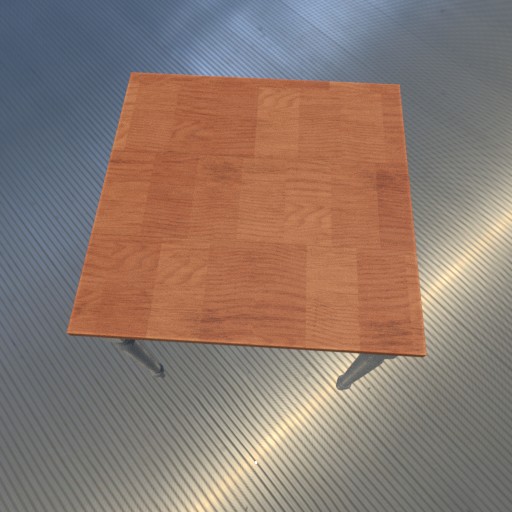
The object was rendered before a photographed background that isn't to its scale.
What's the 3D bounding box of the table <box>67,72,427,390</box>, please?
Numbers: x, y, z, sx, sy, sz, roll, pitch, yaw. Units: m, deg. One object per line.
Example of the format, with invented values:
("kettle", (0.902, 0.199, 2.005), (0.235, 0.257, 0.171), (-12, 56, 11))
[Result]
("table", (0.000, 0.000, 1.407), (0.747, 0.738, 0.747), (3, 65, 2))
